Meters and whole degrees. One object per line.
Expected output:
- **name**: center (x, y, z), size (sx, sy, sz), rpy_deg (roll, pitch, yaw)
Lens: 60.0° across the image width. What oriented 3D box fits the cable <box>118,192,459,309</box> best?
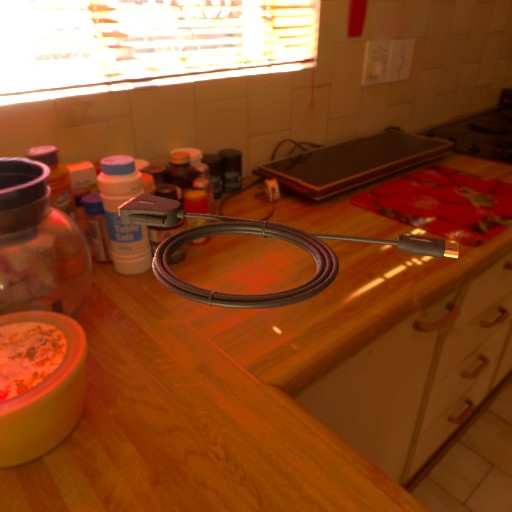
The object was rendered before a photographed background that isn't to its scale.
- **cable**: center (0.000, 0.000, 0.326), size (0.281, 0.015, 0.136), rpy_deg (10, 31, 16)
